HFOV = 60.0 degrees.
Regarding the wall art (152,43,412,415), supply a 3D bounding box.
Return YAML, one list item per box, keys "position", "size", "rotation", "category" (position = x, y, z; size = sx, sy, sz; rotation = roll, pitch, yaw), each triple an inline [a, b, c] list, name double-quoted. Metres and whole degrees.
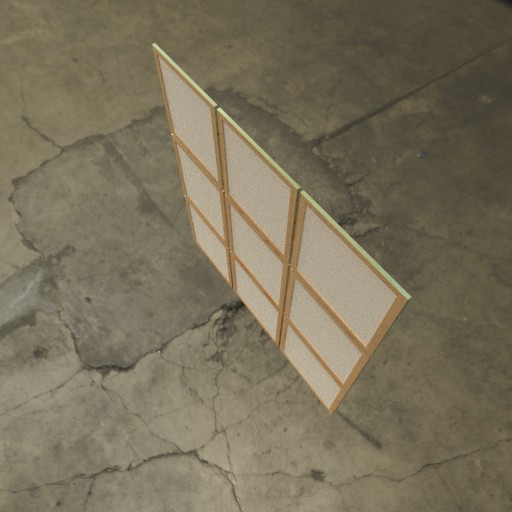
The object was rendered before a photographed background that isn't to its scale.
- position: [0.000, 0.000, 1.802]
  size: [0.013, 1.219, 1.214]
  rotation: [-32, 63, -18]
  category: "wall art"
